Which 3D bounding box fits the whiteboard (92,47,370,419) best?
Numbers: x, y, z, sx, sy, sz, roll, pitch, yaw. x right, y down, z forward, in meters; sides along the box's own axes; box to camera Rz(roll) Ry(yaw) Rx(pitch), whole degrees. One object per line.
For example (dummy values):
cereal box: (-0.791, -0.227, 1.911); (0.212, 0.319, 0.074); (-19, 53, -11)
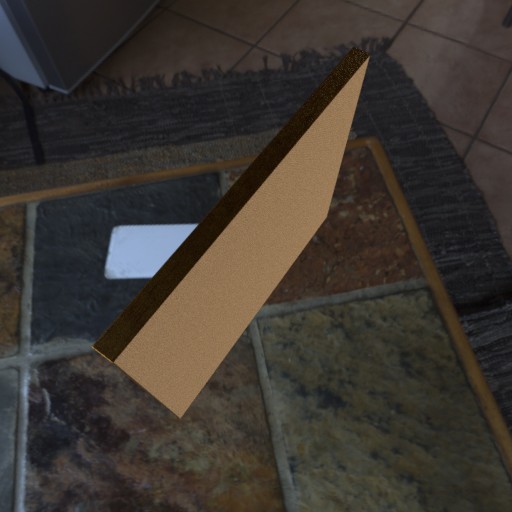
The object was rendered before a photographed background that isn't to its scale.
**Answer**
whiteboard: (0.000, 0.000, 0.766); (0.029, 0.457, 0.561); (32, 67, 15)
